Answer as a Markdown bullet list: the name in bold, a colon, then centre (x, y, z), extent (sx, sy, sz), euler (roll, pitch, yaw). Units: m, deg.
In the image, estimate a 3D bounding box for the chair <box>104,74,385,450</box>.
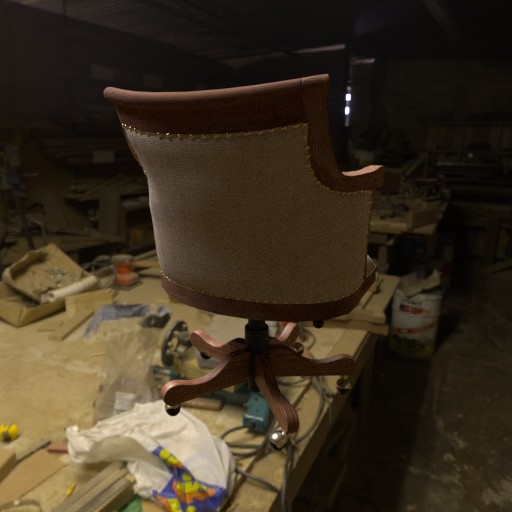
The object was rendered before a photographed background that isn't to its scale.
- **chair**: centre (0.000, 0.000, 1.371), extent (0.656, 0.965, 0.689), euler (8, 18, 27)
